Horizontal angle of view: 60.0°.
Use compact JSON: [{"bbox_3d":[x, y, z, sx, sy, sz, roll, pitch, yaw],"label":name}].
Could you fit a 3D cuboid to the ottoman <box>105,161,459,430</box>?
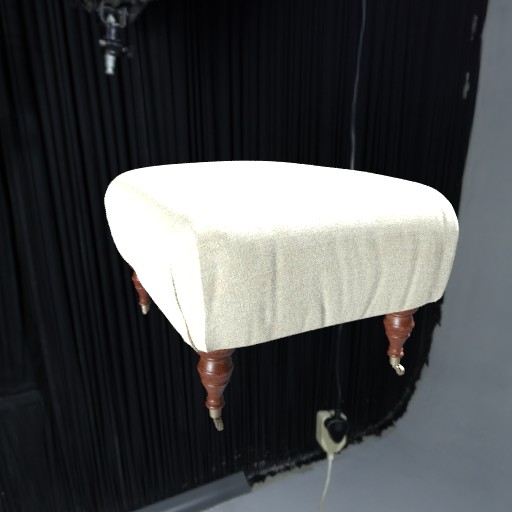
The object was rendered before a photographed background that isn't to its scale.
[{"bbox_3d":[0.000,0.000,1.109,0.622,0.450,0.747,-7,17,-25],"label":"ottoman"}]
